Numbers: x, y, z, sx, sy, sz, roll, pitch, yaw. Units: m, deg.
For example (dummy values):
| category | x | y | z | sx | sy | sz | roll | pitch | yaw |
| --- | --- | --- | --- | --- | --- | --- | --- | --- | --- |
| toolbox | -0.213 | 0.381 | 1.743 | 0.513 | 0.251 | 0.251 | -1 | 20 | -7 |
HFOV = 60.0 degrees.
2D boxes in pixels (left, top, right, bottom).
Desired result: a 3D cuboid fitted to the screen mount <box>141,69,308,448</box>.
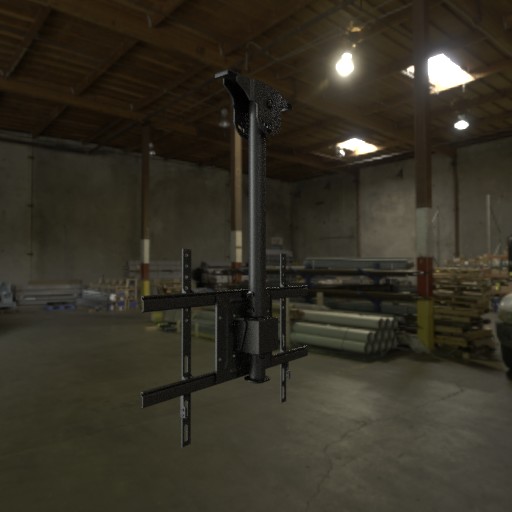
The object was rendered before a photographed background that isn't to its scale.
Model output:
| category | x | y | z | sx | sy | sz | roll | pitch | yaw |
| --- | --- | --- | --- | --- | --- | --- | --- | --- | --- |
| screen mount | 0.000 | 0.000 | 1.026 | 0.090 | 0.775 | 0.595 | -1 | -2 | 36 |
